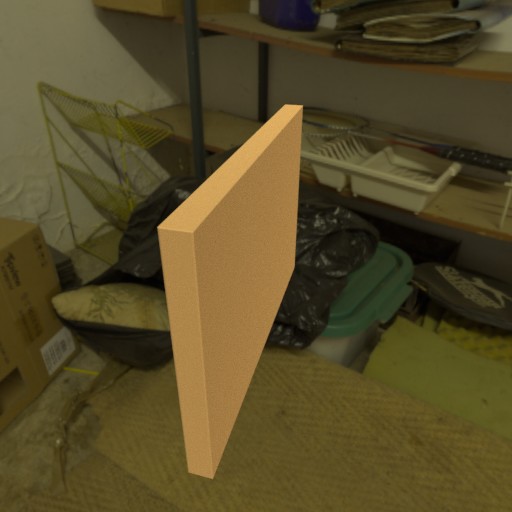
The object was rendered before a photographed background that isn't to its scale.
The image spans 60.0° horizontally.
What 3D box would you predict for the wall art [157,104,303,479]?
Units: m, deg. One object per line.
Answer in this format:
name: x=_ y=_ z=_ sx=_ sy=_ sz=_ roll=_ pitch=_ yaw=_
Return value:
wall art: x=0.000 y=0.000 z=0.803 sx=0.039 sy=0.407 sz=0.609 roll=8 pitch=31 yaw=13
